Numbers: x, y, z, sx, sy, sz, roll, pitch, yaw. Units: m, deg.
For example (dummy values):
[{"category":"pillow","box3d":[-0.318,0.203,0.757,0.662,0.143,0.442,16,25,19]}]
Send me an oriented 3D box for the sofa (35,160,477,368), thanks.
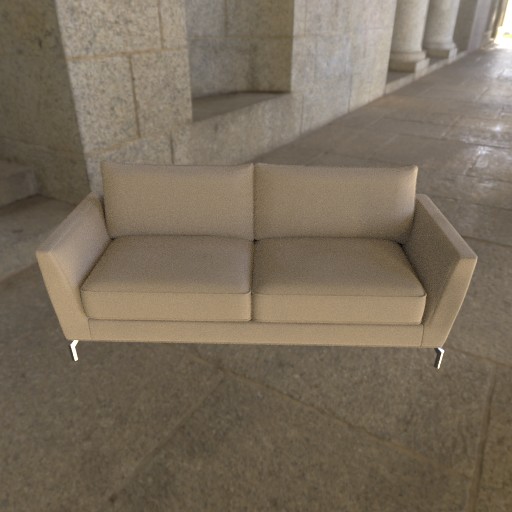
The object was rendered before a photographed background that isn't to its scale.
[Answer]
[{"category":"sofa","box3d":[0.000,0.000,2.666,2.214,1.005,0.868,1,29,1]}]
